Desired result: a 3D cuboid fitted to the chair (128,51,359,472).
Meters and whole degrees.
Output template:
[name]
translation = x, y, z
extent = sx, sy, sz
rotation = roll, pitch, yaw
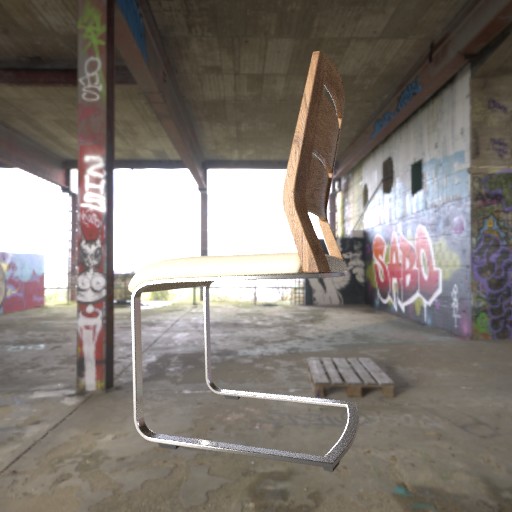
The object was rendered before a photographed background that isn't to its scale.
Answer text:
[chair]
translation = 0.000, 0.000, 1.262
extent = 0.561, 0.955, 0.457
rotation = 0, -1, 19
